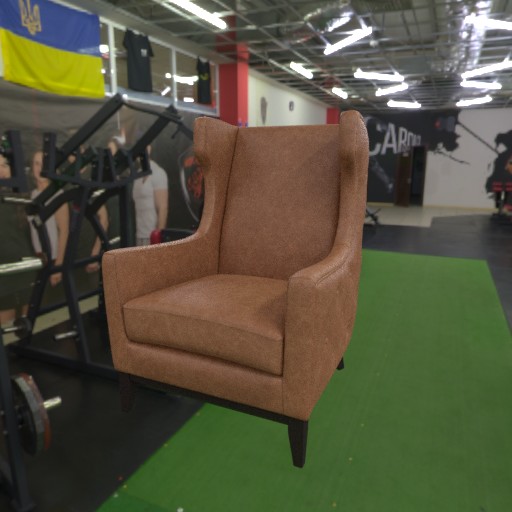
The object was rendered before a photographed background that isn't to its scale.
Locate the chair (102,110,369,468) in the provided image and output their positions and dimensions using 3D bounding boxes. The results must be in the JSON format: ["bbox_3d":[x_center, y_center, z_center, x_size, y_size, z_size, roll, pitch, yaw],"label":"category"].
[{"bbox_3d":[0.000,0.000,1.723,0.766,1.079,0.899,6,14,25],"label":"chair"}]
